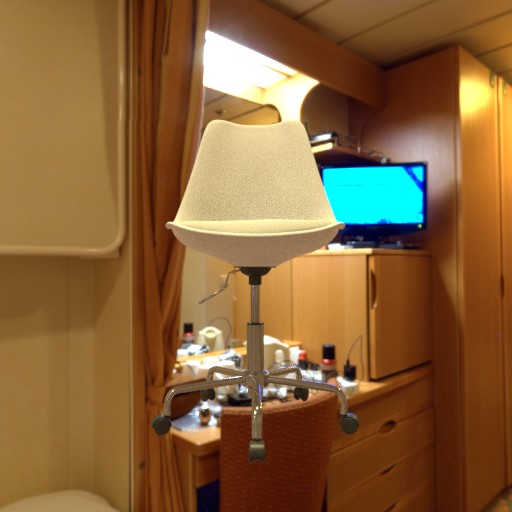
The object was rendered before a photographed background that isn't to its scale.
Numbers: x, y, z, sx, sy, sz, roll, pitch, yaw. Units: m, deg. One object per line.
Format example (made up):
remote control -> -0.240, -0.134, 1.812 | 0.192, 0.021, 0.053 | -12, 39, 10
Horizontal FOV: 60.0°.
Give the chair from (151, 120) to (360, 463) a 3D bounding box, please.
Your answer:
chair -> 0.000, 0.000, 1.248 | 0.550, 0.930, 0.550 | 0, -1, 0
